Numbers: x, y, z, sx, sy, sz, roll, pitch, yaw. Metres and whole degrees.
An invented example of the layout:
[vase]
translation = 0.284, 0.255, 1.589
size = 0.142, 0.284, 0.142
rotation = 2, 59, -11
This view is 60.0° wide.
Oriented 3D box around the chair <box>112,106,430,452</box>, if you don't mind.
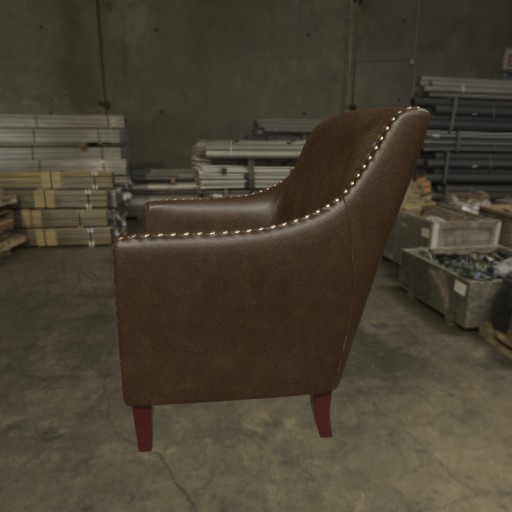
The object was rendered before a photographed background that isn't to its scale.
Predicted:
[chair]
translation = 0.000, 0.000, 1.289
size = 0.704, 0.813, 0.639
rotation = -2, 15, -7
